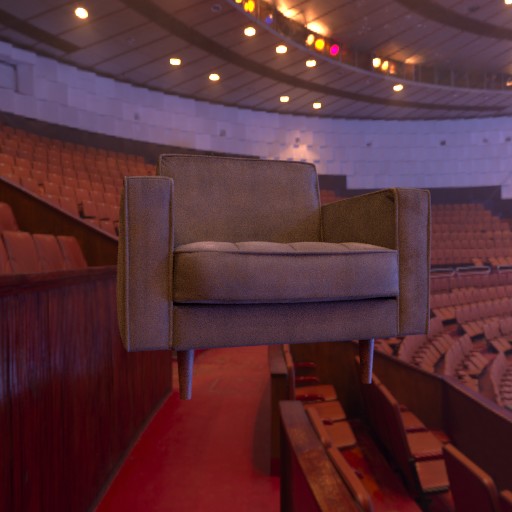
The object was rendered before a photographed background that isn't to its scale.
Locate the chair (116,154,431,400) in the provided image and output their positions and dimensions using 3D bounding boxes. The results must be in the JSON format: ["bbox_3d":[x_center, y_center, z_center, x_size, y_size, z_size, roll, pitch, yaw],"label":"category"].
[{"bbox_3d":[0.000,0.000,1.545,0.928,0.773,0.843,0,0,-16],"label":"chair"}]
